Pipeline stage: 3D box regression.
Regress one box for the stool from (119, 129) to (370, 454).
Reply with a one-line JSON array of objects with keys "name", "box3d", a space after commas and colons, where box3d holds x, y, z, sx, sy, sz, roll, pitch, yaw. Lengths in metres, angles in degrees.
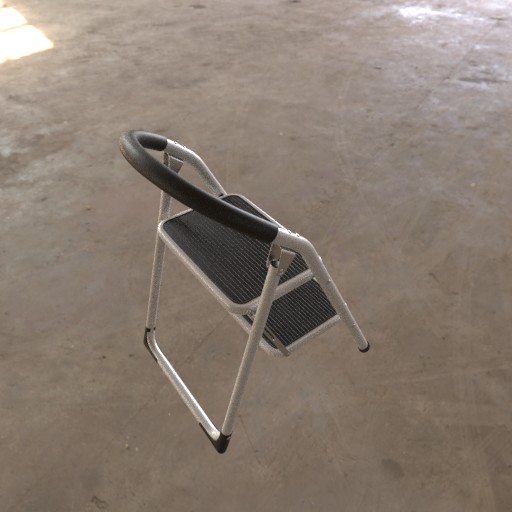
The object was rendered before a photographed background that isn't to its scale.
[{"name": "stool", "box3d": [0.000, 0.000, 1.132, 0.559, 0.760, 0.453, -26, 48, -26]}]
